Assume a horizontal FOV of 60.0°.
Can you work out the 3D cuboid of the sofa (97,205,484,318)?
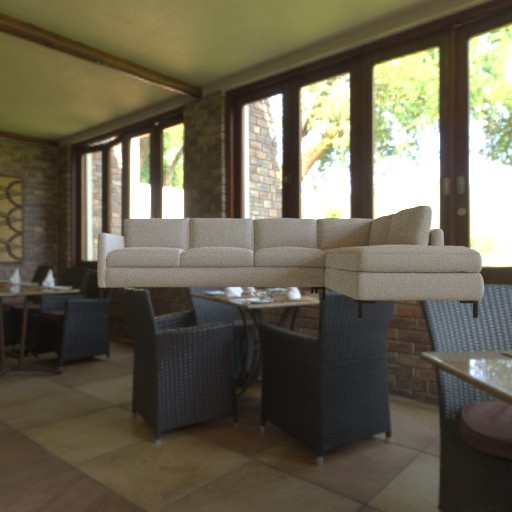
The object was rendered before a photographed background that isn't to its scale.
[{"bbox_3d":[0.000,0.000,3.836,2.949,0.815,2.007,0,0,0],"label":"sofa"}]
